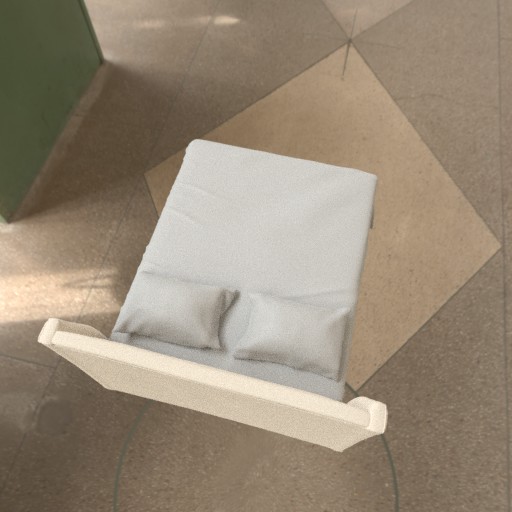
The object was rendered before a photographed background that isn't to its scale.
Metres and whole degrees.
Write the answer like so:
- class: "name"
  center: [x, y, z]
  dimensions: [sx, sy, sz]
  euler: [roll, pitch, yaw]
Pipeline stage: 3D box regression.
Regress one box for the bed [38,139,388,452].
- class: "bed"
  center: [0.000, 0.000, 3.375]
  dimensions: [1.925, 1.332, 2.276]
  euler: [13, 64, 7]
